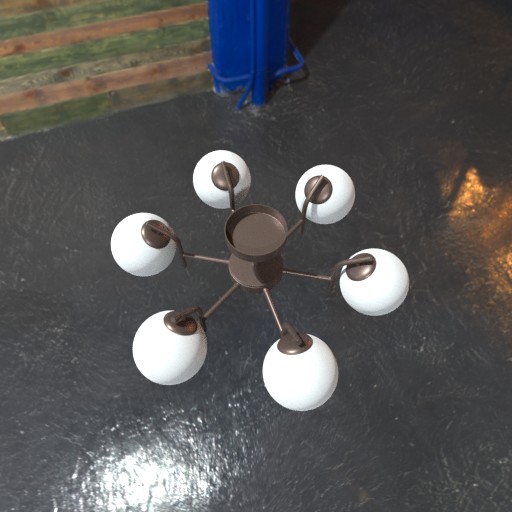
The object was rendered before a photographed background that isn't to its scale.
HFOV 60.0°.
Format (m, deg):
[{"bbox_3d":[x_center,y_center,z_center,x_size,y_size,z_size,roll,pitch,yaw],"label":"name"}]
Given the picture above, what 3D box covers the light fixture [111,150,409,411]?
[{"bbox_3d":[0.000,0.000,0.960,0.662,0.201,0.662,0,58,0],"label":"light fixture"}]
